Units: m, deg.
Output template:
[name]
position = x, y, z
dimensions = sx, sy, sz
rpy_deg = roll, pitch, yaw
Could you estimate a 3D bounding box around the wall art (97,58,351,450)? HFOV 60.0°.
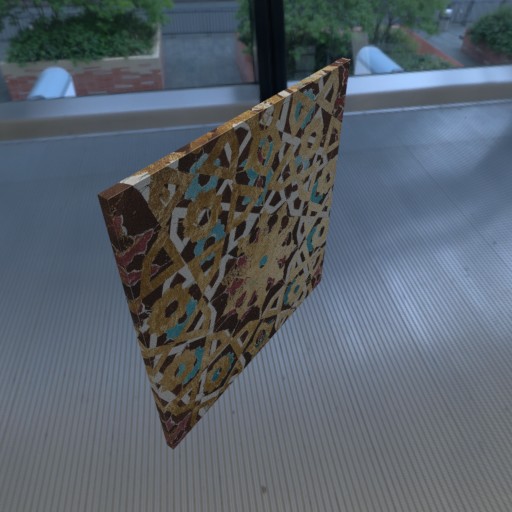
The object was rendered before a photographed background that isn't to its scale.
[wall art]
position = 0.000, 0.000, 1.116
dimensions = 0.028, 0.762, 0.757
rpy_deg = 25, 47, 26
